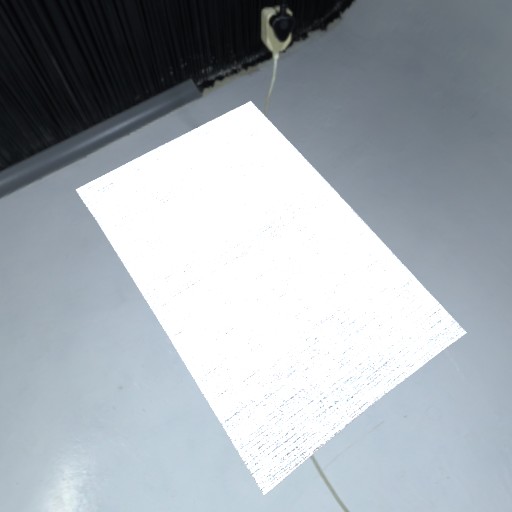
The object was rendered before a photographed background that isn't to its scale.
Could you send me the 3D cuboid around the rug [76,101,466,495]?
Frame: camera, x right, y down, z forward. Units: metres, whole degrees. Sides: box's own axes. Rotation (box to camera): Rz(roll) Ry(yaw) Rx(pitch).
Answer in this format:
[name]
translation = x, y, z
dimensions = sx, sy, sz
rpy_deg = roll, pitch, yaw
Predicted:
[rug]
translation = 0.000, 0.000, 2.214
dimensions = 1.149, 0.021, 1.773
rpy_deg = -32, 68, -15
